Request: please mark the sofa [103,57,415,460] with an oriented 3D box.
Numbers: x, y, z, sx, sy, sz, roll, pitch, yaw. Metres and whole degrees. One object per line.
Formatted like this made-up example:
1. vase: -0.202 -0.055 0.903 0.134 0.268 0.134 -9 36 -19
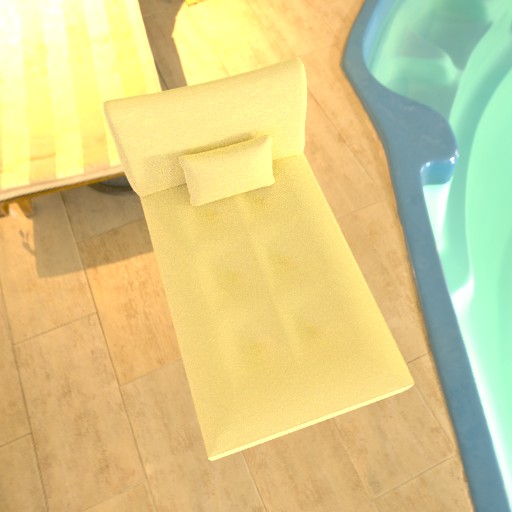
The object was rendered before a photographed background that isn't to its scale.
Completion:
1. sofa: 0.000 0.000 1.987 0.930 0.820 1.450 -17 65 -8
